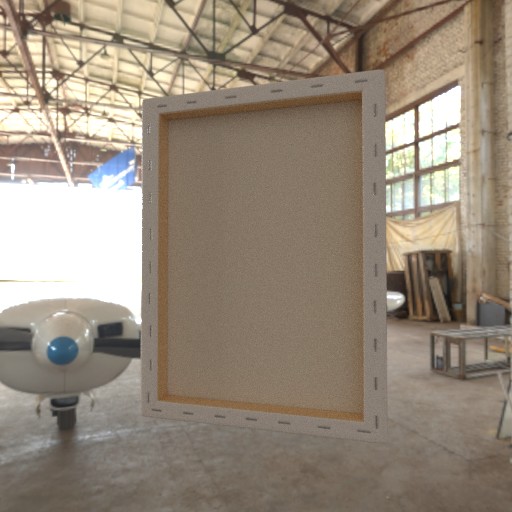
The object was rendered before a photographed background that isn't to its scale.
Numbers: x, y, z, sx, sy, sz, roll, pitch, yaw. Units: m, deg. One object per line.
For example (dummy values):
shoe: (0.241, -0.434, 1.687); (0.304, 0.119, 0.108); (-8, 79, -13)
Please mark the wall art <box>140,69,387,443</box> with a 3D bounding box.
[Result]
wall art: (0.000, 0.000, 0.806); (0.455, 0.613, 0.037); (0, -1, 17)
